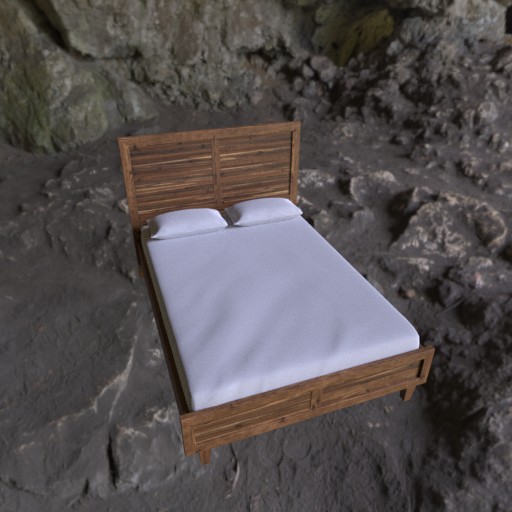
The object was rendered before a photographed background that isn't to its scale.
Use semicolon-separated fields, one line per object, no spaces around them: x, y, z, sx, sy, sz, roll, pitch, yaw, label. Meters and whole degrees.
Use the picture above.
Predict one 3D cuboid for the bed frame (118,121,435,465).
0.000;0.000;3.473;1.696;1.417;2.276;-10;32;-17;bed frame
